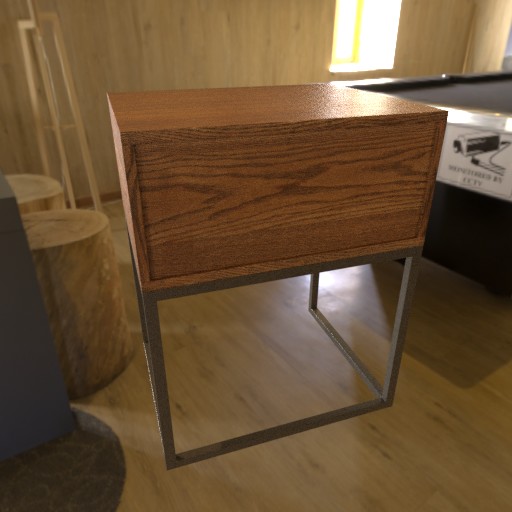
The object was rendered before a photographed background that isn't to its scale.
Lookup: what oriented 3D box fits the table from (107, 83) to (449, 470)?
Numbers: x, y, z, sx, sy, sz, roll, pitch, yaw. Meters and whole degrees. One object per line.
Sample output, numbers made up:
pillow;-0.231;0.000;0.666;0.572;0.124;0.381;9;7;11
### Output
table;0.000;0.000;0.909;0.482;0.610;0.400;-9;29;-17
